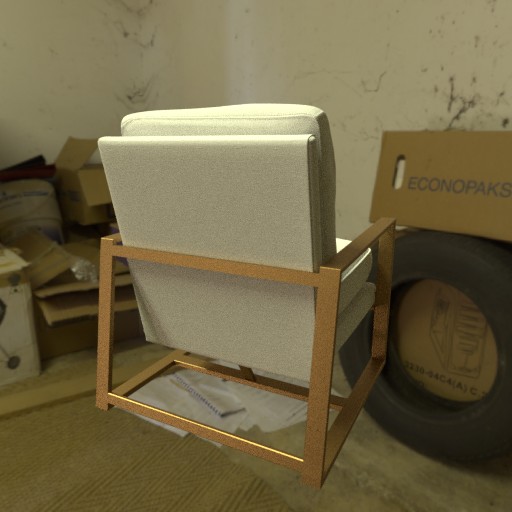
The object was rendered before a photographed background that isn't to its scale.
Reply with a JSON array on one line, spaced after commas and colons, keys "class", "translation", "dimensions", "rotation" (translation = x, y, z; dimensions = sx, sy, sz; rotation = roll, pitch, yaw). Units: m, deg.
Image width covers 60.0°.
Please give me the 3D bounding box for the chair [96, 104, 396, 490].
[{"class": "chair", "translation": [0.000, 0.000, 1.550], "dimensions": [0.805, 0.966, 0.813], "rotation": [7, 16, 27]}]
